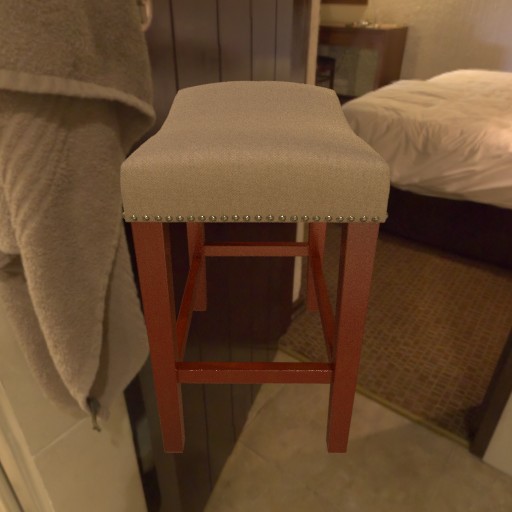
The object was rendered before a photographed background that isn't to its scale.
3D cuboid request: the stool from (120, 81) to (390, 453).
[{"bbox_3d":[0.000,0.000,0.945,0.375,0.632,0.509,0,31,0],"label":"stool"}]
